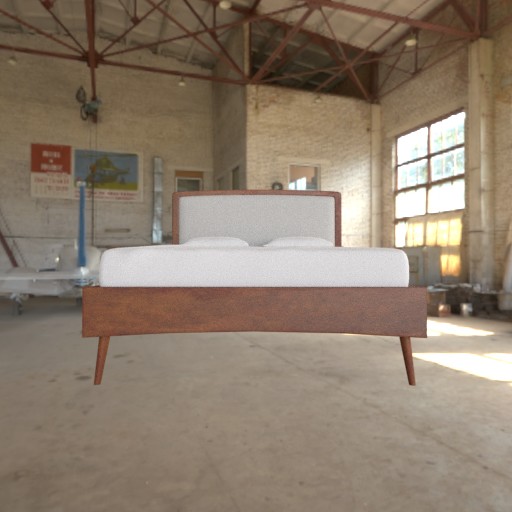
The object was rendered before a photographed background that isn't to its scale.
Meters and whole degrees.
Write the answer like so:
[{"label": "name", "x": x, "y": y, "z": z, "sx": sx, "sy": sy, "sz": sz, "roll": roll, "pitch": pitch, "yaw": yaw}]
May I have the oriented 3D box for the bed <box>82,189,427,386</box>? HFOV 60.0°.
[{"label": "bed", "x": 0.000, "y": 0.000, "z": 3.143, "sx": 1.587, "sy": 1.275, "sz": 2.196, "roll": 0, "pitch": -1, "yaw": 0}]
